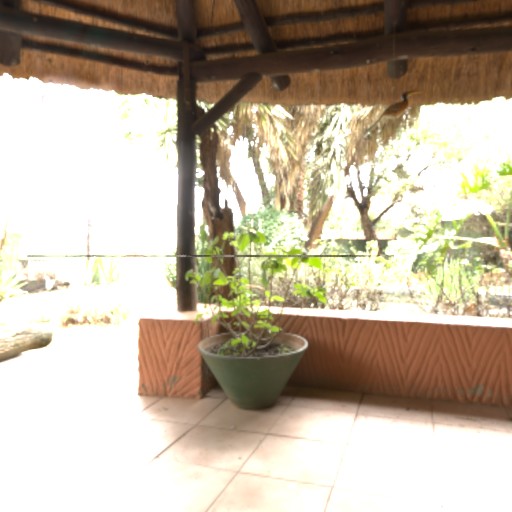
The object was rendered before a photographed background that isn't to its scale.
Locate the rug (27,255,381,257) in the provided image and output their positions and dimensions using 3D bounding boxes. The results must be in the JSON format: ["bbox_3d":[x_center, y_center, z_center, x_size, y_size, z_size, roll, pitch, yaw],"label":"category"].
[{"bbox_3d":[0.000,0.000,3.025,1.513,0.008,2.423,0,0,19],"label":"rug"}]
